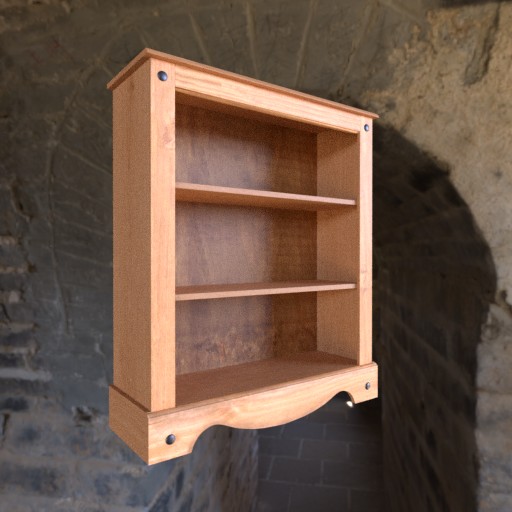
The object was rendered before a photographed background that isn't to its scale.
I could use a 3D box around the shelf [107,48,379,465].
[{"bbox_3d":[0.000,0.000,1.398,0.840,0.980,0.291,0,1,-36],"label":"shelf"}]
